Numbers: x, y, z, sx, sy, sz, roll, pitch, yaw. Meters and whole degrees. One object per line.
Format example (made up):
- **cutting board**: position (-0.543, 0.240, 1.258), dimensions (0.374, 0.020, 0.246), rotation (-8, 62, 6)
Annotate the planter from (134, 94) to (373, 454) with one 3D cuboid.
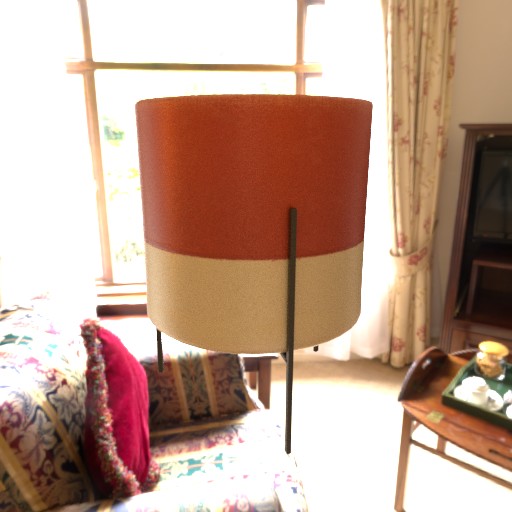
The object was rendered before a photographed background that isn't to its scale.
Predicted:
- **planter**: position (0.000, 0.000, 0.716), dimensions (0.345, 0.465, 0.354), rotation (15, 21, 43)
